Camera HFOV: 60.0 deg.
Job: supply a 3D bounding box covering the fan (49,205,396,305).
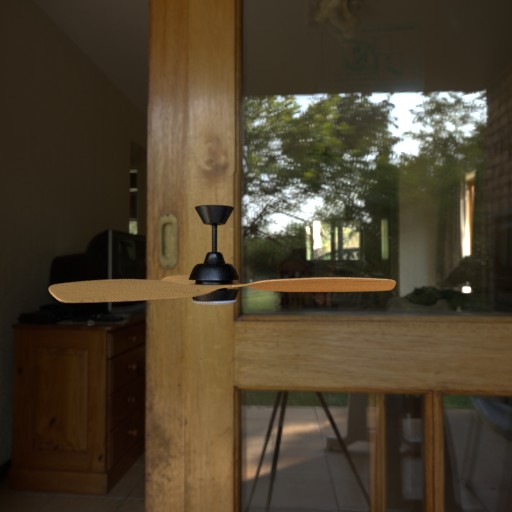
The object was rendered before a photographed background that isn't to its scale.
[{"bbox_3d":[0.000,0.000,1.628,1.010,0.355,1.142,0,-2,0],"label":"fan"}]
